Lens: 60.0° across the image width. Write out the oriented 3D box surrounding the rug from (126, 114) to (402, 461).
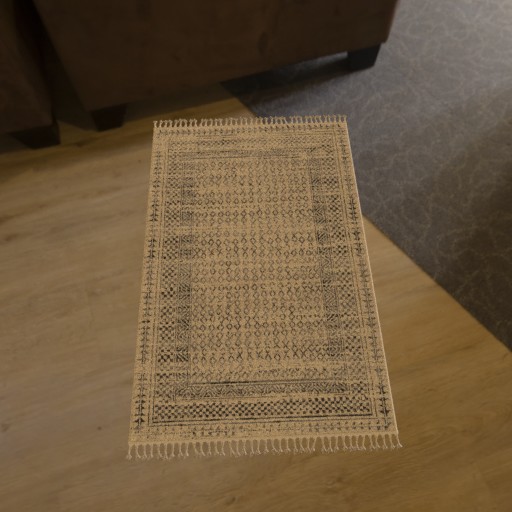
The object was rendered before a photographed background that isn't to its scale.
[{"bbox_3d":[0.000,0.000,3.004,1.548,0.013,2.486,-2,64,-1],"label":"rug"}]
